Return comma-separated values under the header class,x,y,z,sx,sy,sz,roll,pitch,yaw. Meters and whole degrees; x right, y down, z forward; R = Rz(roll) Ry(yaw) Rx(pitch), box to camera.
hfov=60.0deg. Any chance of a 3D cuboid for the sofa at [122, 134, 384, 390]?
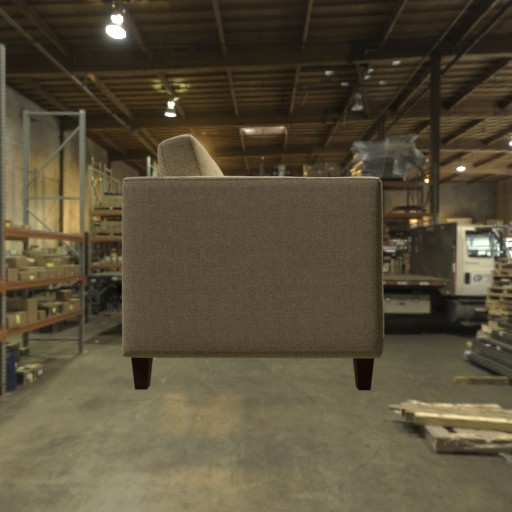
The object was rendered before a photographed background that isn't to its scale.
class,x,y,z,sx,sy,sz,roll,pitch,yaw
sofa,0.000,0.000,2.461,0.950,0.963,1.884,0,0,1
